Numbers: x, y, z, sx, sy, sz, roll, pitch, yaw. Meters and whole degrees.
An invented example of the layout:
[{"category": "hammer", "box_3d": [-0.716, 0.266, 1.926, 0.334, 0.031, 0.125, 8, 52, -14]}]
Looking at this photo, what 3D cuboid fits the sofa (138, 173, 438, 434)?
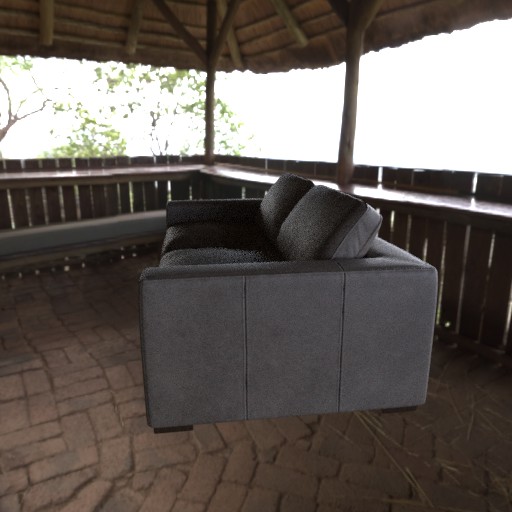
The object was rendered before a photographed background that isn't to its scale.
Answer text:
[{"category": "sofa", "box_3d": [0.000, 0.000, 2.433, 1.070, 0.800, 1.920, -2, 15, -8]}]
